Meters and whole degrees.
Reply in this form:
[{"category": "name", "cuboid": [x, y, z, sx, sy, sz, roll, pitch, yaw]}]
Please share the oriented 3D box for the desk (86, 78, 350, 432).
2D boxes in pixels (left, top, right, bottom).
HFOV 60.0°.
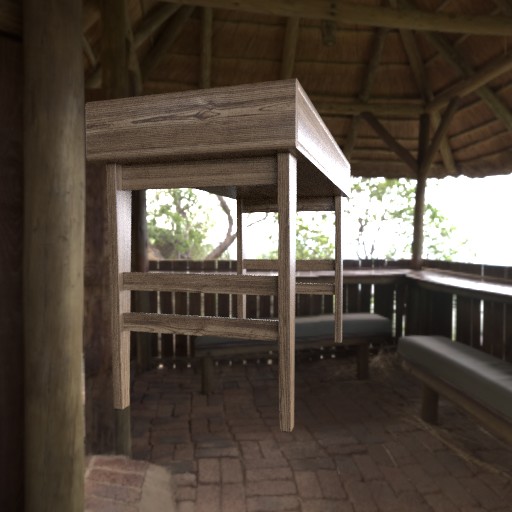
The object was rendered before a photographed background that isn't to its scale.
[{"category": "desk", "cuboid": [0.000, 0.000, 1.484, 0.508, 0.755, 1.067, 1, 2, 18]}]
